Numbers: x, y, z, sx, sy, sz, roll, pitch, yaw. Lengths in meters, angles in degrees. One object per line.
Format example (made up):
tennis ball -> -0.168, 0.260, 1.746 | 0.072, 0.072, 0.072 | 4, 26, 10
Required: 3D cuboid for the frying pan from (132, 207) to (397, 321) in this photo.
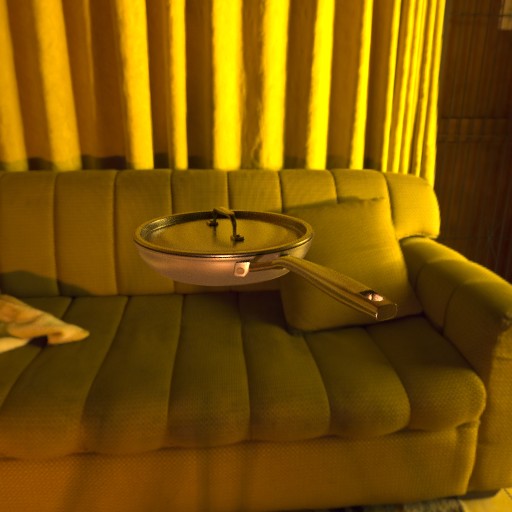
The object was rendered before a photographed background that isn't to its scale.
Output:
frying pan -> 0.000, 0.000, 0.585 | 0.272, 0.086, 0.490 | -8, 19, -25
